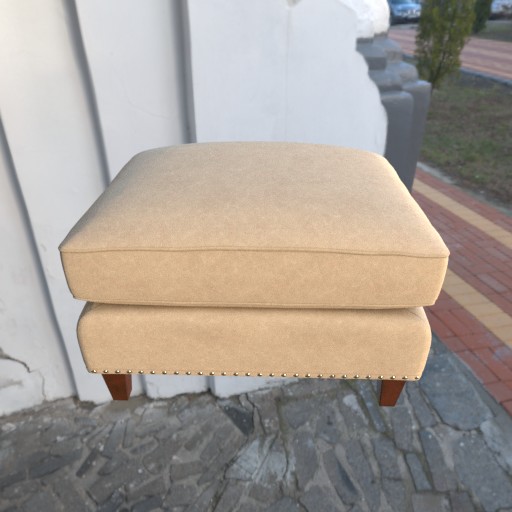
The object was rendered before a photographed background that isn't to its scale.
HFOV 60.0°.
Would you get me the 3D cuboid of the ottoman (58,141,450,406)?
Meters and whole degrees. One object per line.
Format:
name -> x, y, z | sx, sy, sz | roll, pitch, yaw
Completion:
ottoman -> 0.000, 0.000, 1.144 | 0.741, 0.513, 0.584 | 1, 31, 1
